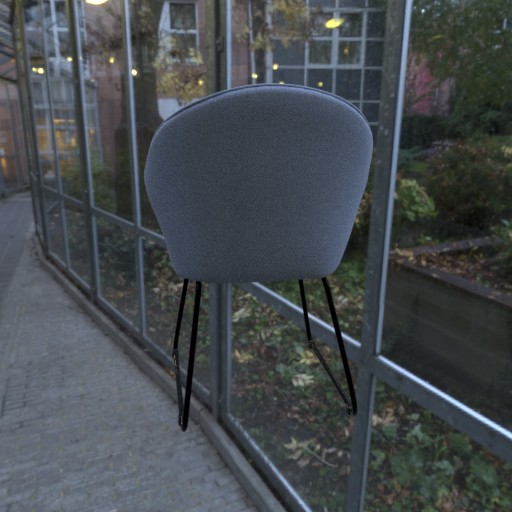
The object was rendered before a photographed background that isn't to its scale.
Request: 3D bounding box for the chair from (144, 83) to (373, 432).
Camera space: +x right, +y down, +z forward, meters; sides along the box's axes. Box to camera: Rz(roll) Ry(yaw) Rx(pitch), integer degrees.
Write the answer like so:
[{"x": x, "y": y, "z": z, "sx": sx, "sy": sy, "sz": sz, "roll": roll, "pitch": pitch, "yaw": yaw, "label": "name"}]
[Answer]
[{"x": 0.000, "y": 0.000, "z": 1.208, "sx": 0.570, "sy": 0.817, "sz": 0.592, "roll": -2, "pitch": 15, "yaw": -9, "label": "chair"}]
